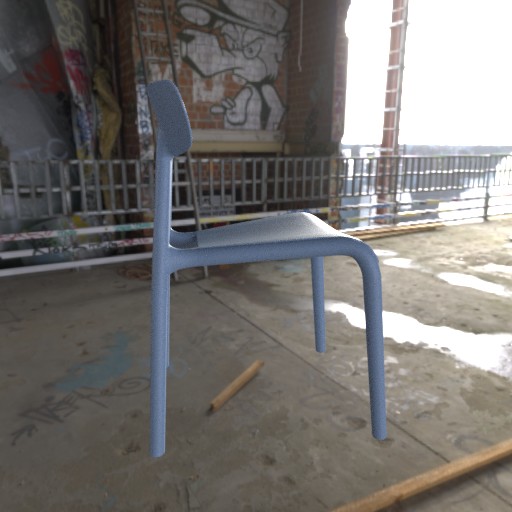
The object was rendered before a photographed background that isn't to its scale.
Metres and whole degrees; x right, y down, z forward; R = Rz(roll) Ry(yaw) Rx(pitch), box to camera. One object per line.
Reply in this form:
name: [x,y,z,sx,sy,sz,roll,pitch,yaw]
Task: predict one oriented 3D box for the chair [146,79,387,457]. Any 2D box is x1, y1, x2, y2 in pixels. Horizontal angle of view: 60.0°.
chair: [0.000,0.000,0.826,0.401,0.580,0.356,-2,14,-9]
